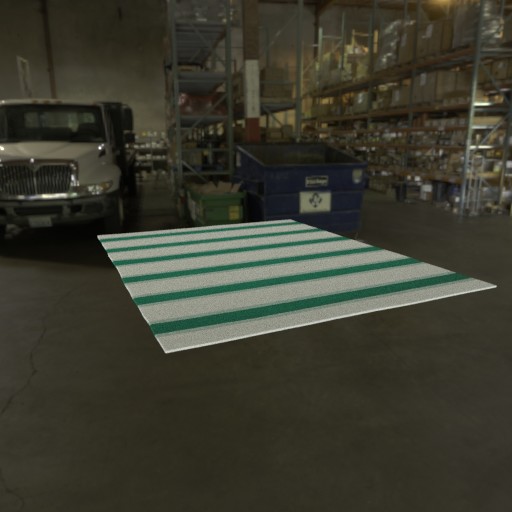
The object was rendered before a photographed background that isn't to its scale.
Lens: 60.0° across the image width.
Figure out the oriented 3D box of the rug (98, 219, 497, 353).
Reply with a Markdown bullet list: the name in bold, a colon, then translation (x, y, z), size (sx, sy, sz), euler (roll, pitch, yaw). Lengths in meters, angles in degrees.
- **rug**: translation (0.000, 0.000, 4.035), size (2.434, 0.019, 3.041), euler (-7, 16, -24)
